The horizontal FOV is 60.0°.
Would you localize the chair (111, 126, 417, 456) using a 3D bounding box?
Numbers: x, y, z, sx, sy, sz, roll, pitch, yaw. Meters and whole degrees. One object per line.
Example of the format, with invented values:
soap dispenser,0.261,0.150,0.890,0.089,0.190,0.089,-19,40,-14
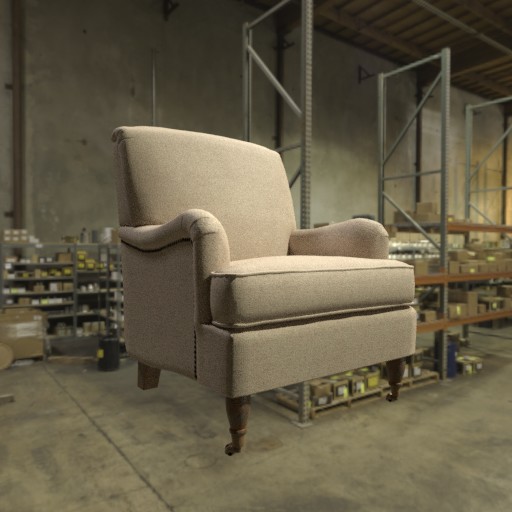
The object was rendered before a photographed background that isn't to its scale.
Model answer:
chair,0.000,0.000,1.777,0.879,1.119,0.953,-1,2,-37
